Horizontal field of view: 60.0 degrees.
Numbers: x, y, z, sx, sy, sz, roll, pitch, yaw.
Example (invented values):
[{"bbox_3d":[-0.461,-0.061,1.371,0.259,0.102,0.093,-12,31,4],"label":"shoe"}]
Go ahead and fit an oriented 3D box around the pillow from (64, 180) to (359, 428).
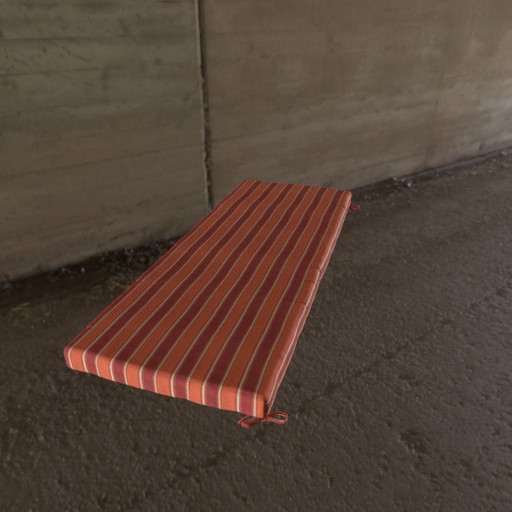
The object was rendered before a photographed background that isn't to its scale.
[{"bbox_3d":[0.000,0.000,1.351,0.492,0.081,1.187,9,30,16],"label":"pillow"}]
